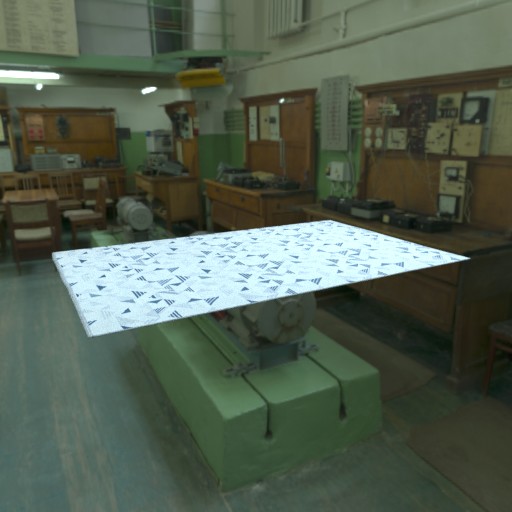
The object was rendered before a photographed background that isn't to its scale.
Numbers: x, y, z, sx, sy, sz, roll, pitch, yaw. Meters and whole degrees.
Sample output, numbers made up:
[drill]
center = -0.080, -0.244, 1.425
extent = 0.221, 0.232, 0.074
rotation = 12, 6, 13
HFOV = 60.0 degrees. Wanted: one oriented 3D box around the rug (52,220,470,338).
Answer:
[rug]
center = 0.000, 0.000, 3.036
extent = 2.457, 0.009, 1.512
rotation = -9, 18, -28
